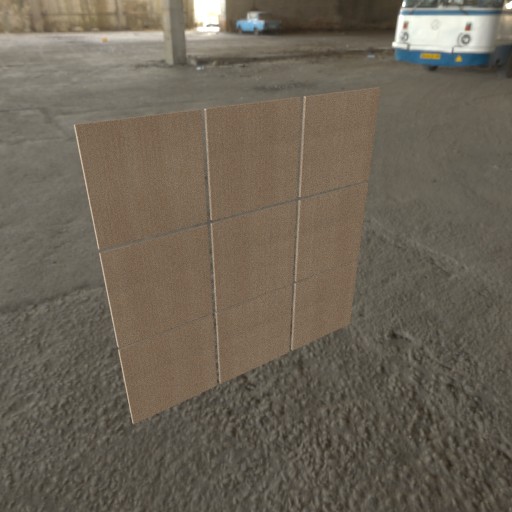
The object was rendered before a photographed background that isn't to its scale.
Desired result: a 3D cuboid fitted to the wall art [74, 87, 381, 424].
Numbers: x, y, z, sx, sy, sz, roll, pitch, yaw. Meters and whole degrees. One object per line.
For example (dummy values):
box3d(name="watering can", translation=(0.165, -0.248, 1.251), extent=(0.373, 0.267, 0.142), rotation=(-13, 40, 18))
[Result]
box3d(name="wall art", translation=(0.000, 0.000, 1.833), extent=(1.219, 1.218, 0.013), rotation=(-18, 34, -29))
